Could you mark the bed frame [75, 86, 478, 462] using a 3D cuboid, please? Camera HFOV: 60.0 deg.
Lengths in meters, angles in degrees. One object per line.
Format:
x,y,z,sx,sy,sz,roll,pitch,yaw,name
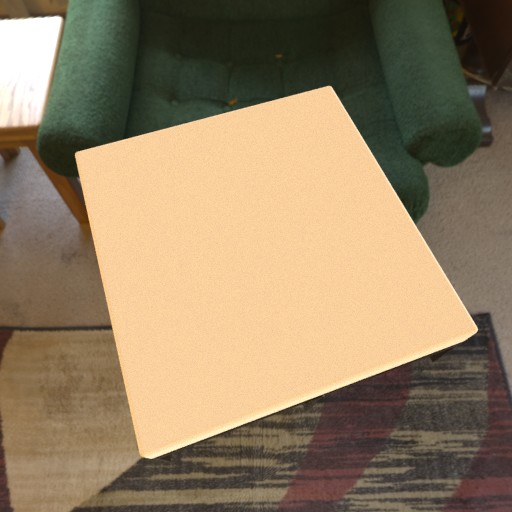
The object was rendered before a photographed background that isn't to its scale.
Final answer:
0.000,0.000,3.076,1.963,0.659,2.079,-18,64,-9,bed frame
